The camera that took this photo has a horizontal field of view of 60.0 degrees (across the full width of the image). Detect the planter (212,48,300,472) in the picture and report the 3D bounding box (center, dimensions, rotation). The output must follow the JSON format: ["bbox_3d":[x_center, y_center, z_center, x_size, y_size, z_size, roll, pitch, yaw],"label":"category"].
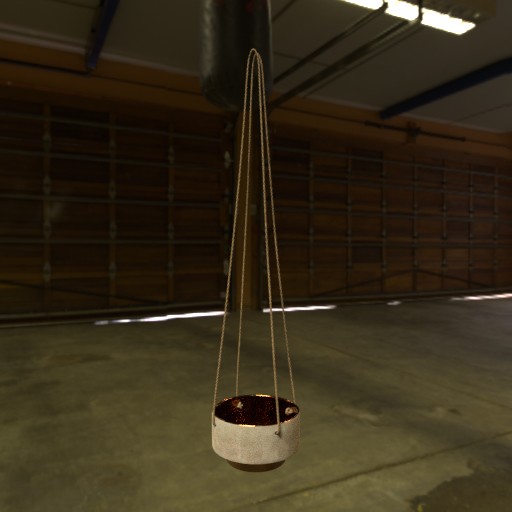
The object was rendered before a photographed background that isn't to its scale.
[{"bbox_3d":[0.000,0.000,1.125,0.223,1.030,0.223,0,1,18],"label":"planter"}]
